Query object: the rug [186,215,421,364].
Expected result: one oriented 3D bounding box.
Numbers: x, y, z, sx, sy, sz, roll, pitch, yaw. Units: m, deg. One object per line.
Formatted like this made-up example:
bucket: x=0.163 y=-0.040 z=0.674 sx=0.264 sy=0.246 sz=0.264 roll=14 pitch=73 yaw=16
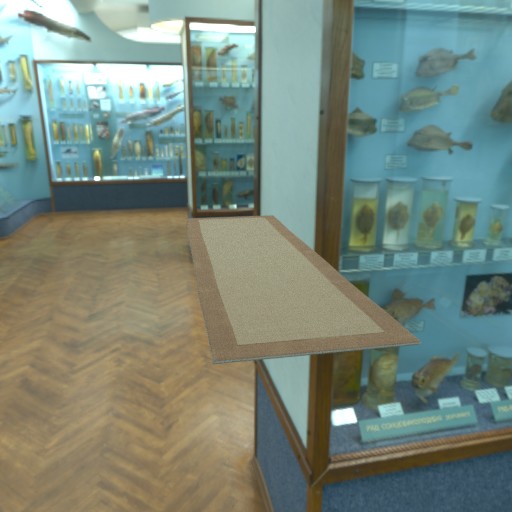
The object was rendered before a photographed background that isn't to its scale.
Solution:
rug: x=0.000 y=0.000 z=2.680 sx=0.767 sy=0.012 sz=2.430 roll=-3 pitch=17 yaw=-10
